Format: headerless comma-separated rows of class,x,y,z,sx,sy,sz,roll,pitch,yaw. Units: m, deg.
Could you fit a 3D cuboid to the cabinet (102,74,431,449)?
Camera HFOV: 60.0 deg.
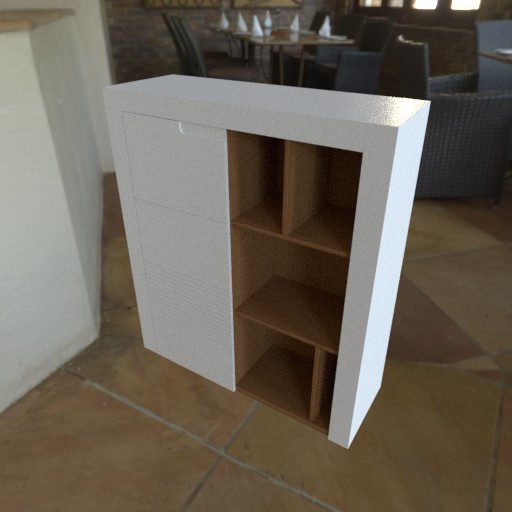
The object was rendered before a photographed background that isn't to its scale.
cabinet,0.000,0.000,1.648,0.990,1.150,0.348,18,34,28
